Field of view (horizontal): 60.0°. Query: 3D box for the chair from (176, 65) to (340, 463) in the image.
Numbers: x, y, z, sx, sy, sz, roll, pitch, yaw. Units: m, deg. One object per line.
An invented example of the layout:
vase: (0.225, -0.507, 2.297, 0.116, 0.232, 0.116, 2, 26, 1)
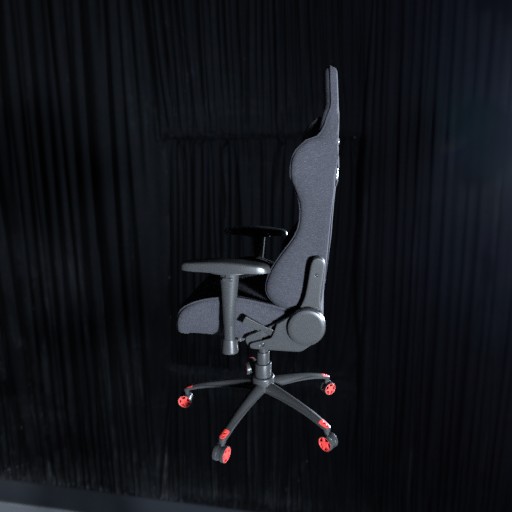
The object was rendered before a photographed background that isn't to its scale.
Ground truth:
chair: (0.000, 0.000, 1.688, 0.658, 1.326, 0.695, 2, 14, 8)
